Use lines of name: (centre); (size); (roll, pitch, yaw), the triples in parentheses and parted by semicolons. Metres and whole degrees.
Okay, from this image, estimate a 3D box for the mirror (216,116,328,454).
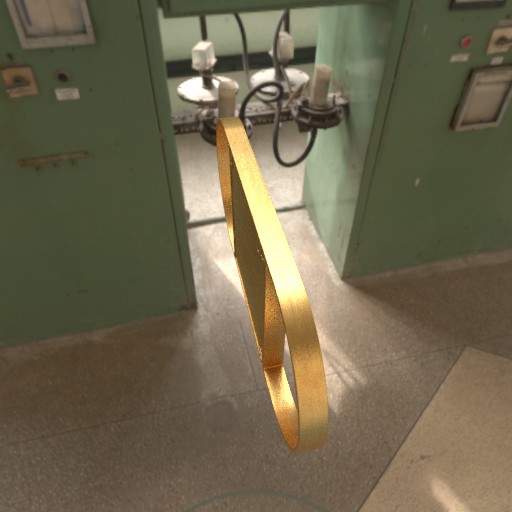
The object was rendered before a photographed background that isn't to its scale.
mirror: (0.000, 0.000, 0.684); (0.032, 0.254, 0.584); (-9, 47, -8)
